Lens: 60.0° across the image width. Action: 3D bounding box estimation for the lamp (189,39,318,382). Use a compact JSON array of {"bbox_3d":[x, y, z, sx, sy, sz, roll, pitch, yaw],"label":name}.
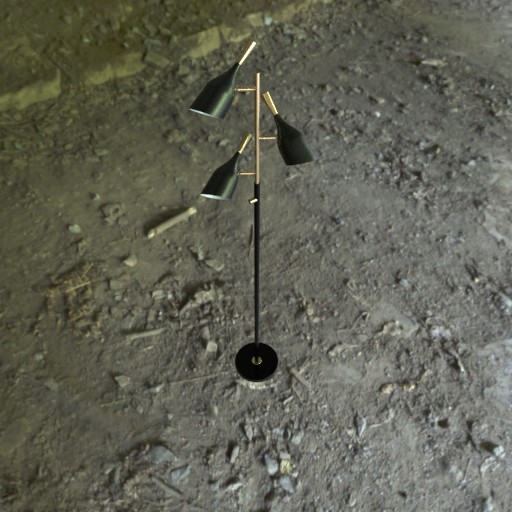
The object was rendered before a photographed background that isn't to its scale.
[{"bbox_3d":[0.000,0.000,1.957,0.434,1.778,0.253,-2,45,-2],"label":"lamp"}]
